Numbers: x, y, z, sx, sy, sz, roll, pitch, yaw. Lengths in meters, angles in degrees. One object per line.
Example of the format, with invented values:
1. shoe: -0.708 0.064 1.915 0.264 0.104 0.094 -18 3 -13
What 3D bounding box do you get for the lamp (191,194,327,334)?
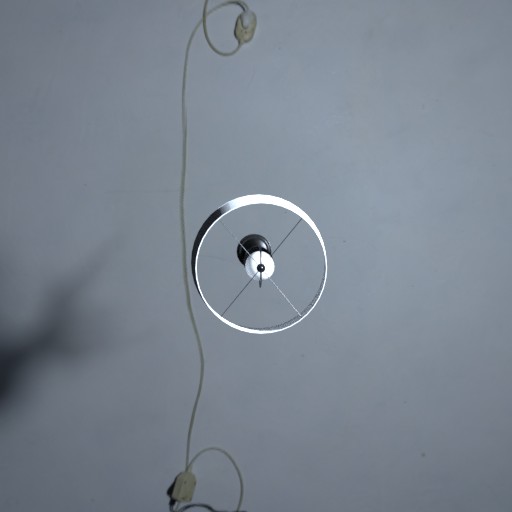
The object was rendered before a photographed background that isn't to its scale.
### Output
1. lamp: 0.000 0.000 1.785 0.379 1.623 0.379 0 92 -1
